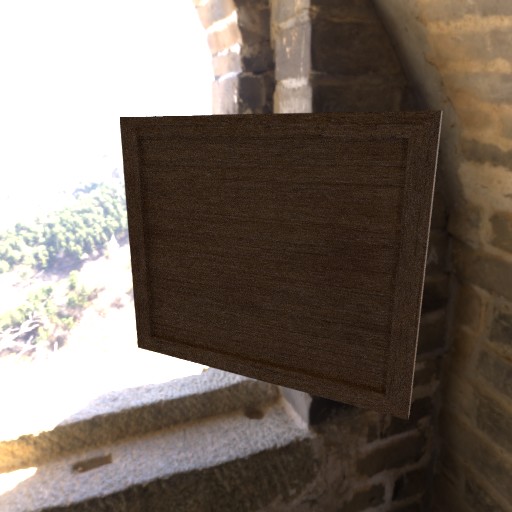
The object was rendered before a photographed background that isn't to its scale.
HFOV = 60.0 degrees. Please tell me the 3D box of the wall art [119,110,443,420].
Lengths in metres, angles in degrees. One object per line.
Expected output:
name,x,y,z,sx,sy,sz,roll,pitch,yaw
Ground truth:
wall art,0.000,0.000,0.964,0.690,0.588,0.026,8,18,25
